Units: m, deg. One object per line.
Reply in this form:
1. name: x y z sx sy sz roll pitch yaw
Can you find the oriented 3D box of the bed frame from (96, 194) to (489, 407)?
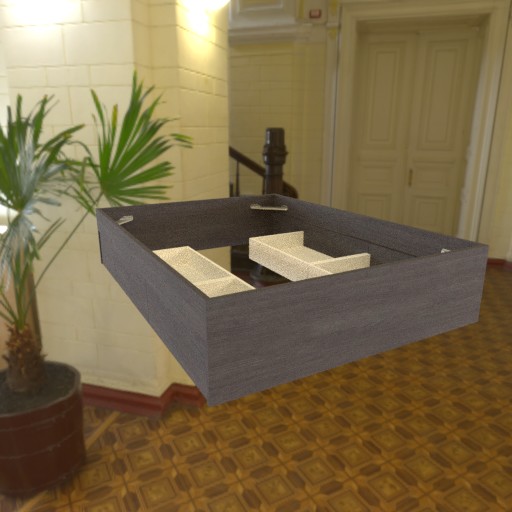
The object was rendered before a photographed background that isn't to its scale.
1. bed frame: 0.000 0.000 2.631 1.448 0.459 1.944 -9 18 -28
